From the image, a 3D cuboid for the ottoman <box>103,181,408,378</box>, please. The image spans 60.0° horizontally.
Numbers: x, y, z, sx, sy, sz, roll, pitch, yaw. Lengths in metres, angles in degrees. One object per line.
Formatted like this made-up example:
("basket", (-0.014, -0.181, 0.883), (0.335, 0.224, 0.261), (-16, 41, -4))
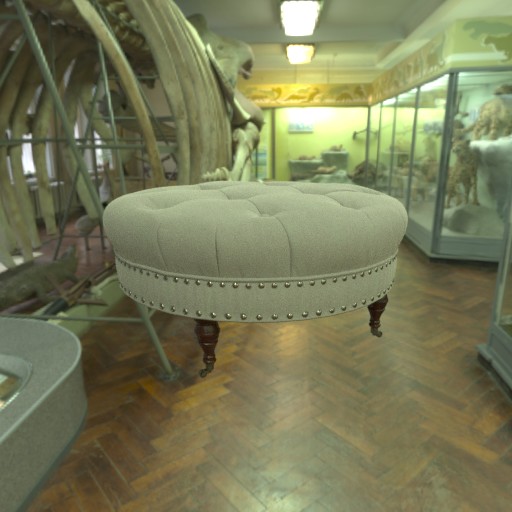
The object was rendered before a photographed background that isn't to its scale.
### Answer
("ottoman", (0.000, 0.000, 1.409), (0.901, 0.439, 0.901), (0, 15, 0))
